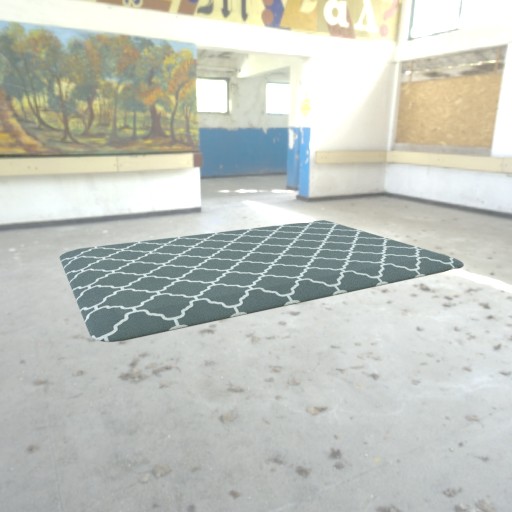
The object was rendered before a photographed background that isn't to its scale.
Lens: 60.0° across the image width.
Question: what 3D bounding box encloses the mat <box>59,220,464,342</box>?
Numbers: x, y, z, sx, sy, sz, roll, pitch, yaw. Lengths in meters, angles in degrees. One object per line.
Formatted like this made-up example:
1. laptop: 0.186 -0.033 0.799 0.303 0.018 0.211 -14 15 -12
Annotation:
1. mat: 0.000 0.000 0.975 0.762 0.021 0.508 -8 18 -27
